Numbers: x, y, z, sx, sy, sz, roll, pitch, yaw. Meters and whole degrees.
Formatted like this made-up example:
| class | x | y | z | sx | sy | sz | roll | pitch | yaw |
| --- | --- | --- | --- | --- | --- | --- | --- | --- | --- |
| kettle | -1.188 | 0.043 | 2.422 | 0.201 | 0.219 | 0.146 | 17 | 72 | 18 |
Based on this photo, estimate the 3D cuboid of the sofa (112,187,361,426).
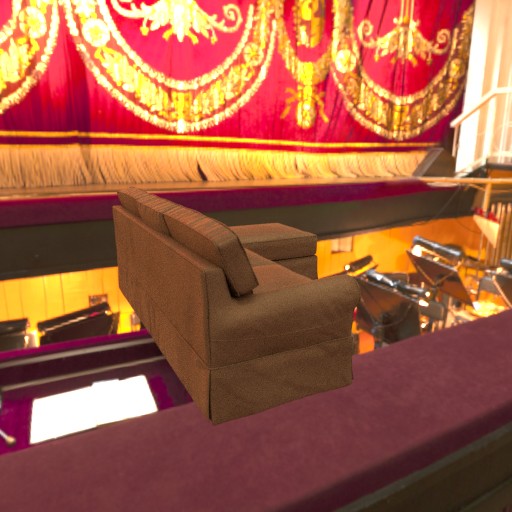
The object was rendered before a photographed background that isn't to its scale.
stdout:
| class | x | y | z | sx | sy | sz | roll | pitch | yaw |
| --- | --- | --- | --- | --- | --- | --- | --- | --- | --- |
| sofa | 0.000 | 0.000 | 3.449 | 1.733 | 0.978 | 2.475 | -7 | 16 | -26 |
